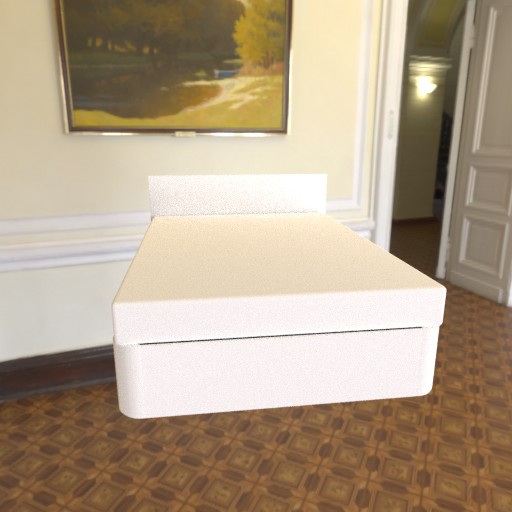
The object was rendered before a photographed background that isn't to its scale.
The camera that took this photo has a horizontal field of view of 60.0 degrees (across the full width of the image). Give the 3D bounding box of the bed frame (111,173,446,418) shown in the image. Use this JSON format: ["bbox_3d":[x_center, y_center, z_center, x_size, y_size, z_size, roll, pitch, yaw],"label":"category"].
[{"bbox_3d":[0.000,0.000,2.671,1.400,0.800,1.900,-2,16,-7],"label":"bed frame"}]
